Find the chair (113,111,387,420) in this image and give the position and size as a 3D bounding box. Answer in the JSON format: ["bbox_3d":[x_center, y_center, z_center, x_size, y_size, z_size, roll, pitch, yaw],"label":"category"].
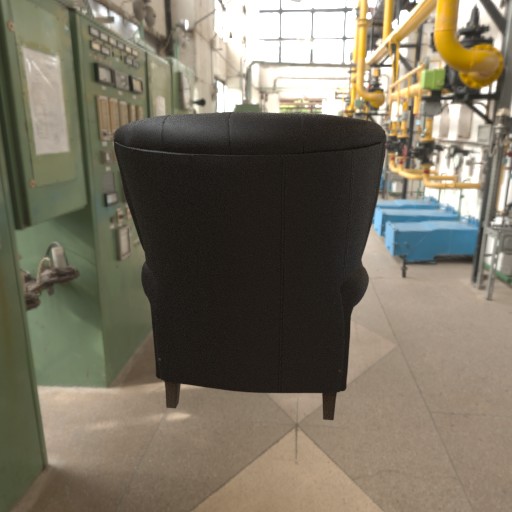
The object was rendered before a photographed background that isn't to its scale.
[{"bbox_3d":[0.000,0.000,1.925,0.948,1.158,1.058,2,15,7],"label":"chair"}]
